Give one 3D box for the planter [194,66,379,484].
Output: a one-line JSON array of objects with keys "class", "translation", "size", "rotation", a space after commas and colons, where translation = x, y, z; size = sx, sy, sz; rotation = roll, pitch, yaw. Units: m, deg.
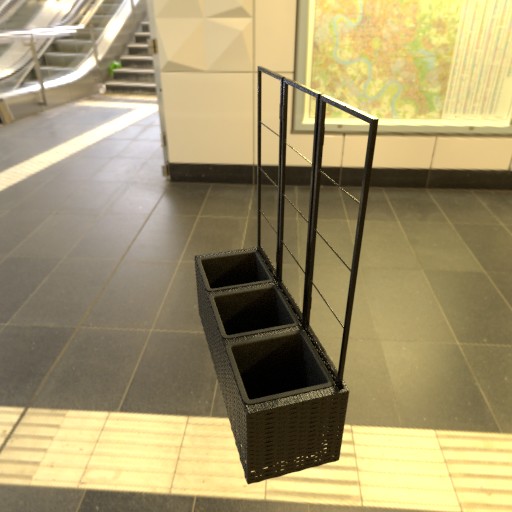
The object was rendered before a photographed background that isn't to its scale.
[{"class": "planter", "translation": [0.000, 0.000, 1.166], "size": [0.244, 0.841, 0.698], "rotation": [-8, 31, -14]}]
